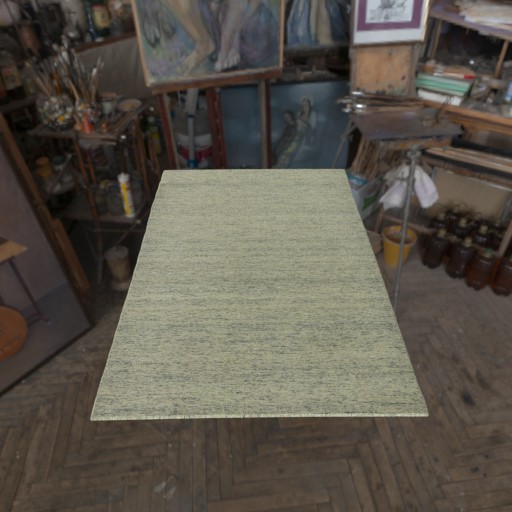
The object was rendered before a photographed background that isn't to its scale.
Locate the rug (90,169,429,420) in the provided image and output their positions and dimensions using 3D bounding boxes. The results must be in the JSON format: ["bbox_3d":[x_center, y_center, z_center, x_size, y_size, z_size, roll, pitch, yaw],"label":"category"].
[{"bbox_3d":[0.000,0.000,2.320,1.243,0.014,1.846,0,40,-1],"label":"rug"}]
